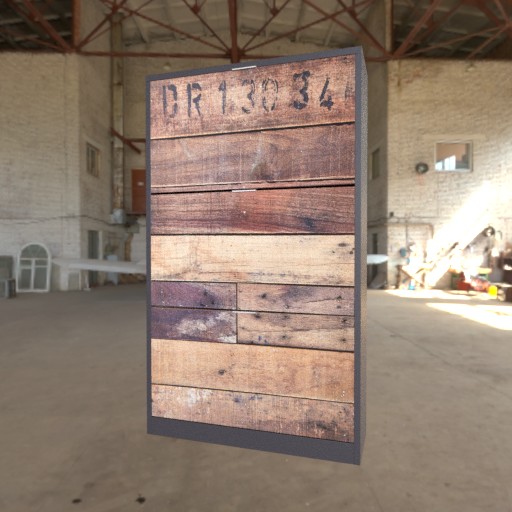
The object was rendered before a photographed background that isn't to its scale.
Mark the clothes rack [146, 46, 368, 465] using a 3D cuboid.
[{"bbox_3d":[0.000,0.000,1.578,0.750,1.280,0.250,0,1,18],"label":"clothes rack"}]
